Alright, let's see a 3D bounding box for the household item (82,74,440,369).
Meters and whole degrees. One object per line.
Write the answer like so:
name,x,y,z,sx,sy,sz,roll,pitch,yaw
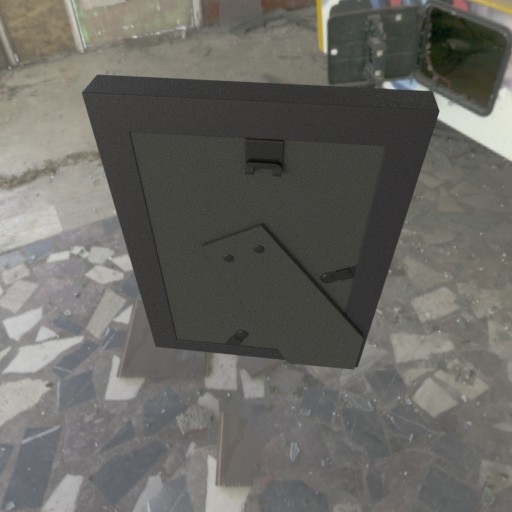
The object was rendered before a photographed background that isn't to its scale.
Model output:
household item,0.000,0.000,0.231,0.133,0.178,0.022,5,46,5
